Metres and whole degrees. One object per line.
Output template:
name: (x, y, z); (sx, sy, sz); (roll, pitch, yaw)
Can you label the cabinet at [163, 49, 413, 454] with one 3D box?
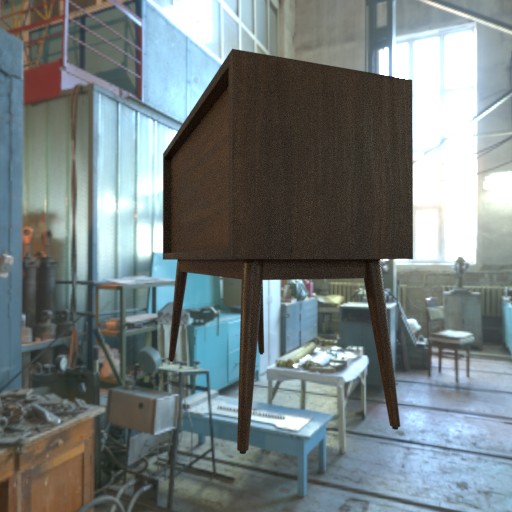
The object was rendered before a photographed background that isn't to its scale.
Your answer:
cabinet: (0.000, 0.000, 1.114); (0.354, 0.654, 0.743); (0, -1, -20)
